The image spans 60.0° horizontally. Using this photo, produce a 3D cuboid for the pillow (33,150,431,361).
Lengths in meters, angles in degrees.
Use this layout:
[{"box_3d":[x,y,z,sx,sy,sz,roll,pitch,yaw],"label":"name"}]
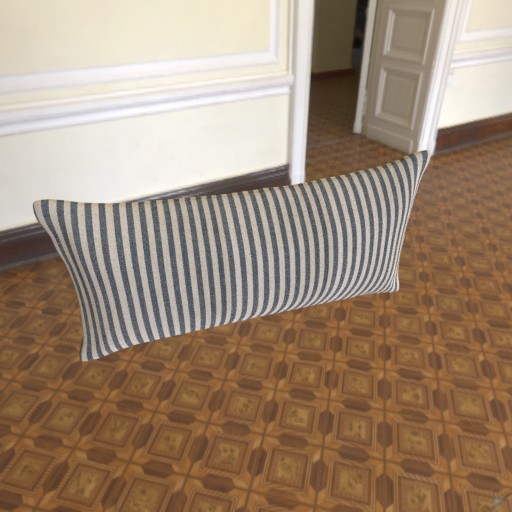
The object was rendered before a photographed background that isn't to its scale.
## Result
[{"box_3d":[0.000,0.000,0.737,0.617,0.295,0.151,-10,34,-15],"label":"pillow"}]
